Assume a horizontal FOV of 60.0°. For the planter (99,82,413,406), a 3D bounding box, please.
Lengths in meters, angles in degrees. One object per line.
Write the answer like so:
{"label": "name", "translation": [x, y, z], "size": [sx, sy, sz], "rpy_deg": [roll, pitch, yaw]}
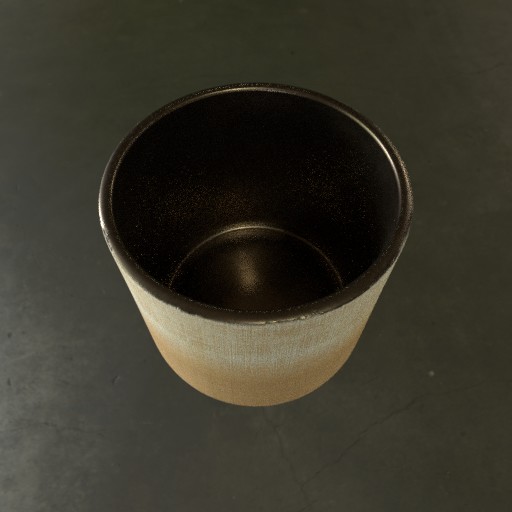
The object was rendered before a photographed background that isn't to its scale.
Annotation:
{"label": "planter", "translation": [0.000, 0.000, 0.393], "size": [0.221, 0.201, 0.221], "rpy_deg": [0, 58, 0]}
